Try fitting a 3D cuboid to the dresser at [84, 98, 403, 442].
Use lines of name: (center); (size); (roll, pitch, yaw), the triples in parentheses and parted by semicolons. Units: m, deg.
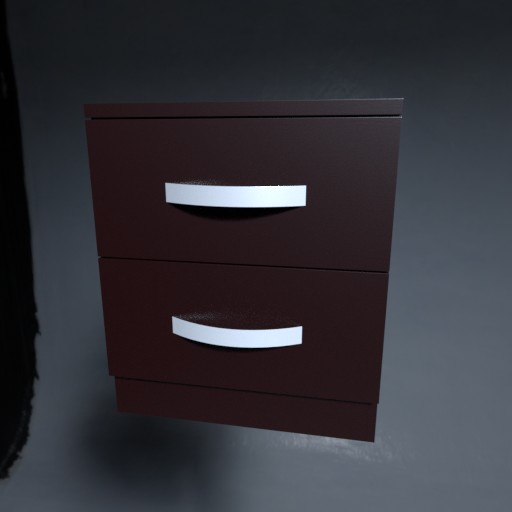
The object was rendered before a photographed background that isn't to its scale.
dresser: (0.000, 0.000, 0.747); (0.400, 0.470, 0.360); (3, 15, 10)
